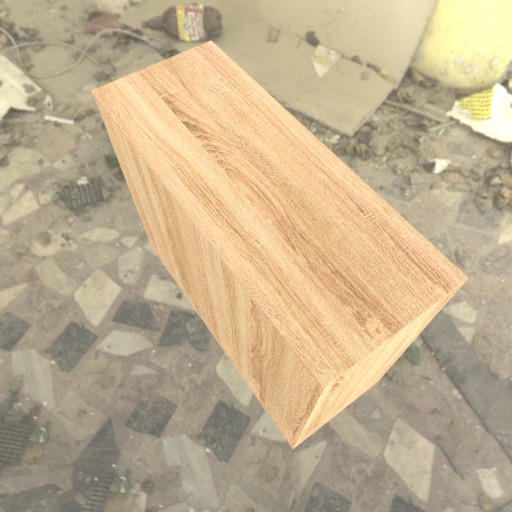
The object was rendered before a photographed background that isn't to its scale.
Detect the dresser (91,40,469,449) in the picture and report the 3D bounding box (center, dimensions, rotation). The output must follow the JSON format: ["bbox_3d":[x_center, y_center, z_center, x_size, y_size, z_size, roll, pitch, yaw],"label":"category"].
[{"bbox_3d":[0.000,0.000,1.571,0.450,0.900,1.100,-31,64,-17],"label":"dresser"}]
